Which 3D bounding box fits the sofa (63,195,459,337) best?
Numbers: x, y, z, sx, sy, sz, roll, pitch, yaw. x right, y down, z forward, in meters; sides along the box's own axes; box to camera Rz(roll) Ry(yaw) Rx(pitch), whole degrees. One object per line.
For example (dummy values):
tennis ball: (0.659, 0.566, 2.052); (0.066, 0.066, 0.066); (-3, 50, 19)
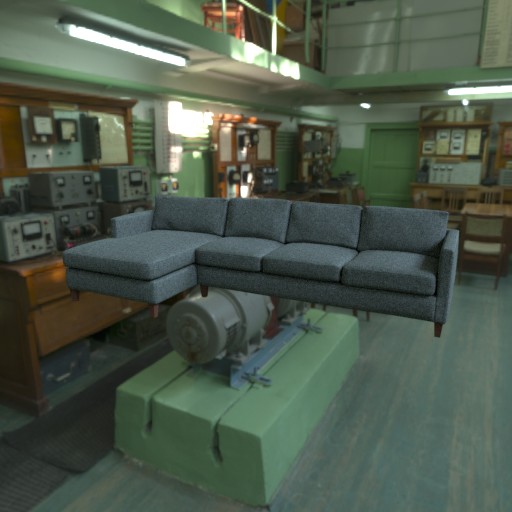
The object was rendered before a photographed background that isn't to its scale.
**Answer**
sofa: (0.000, 0.000, 4.256); (3.485, 0.960, 1.635); (7, 16, 25)
